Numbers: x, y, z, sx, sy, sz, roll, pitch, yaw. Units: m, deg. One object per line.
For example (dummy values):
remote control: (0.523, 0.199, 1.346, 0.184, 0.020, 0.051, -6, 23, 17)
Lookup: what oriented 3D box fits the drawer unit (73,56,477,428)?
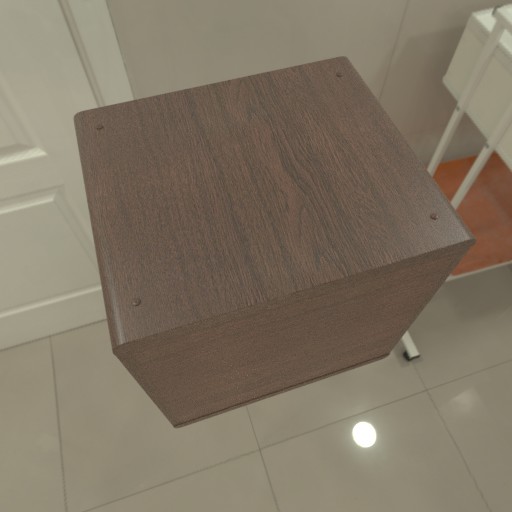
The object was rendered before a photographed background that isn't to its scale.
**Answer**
drawer unit: (0.000, 0.000, 0.600, 0.344, 0.344, 0.290, -16, 60, -9)
